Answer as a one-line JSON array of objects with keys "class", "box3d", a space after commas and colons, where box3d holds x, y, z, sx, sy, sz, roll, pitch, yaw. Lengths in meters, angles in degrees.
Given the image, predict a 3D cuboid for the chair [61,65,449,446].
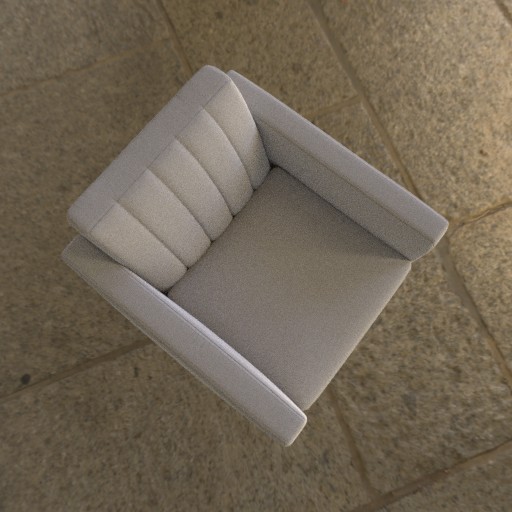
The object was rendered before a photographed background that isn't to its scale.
[{"class": "chair", "box3d": [0.000, 0.000, 1.704, 0.998, 0.819, 0.953, 38, 80, 8]}]
